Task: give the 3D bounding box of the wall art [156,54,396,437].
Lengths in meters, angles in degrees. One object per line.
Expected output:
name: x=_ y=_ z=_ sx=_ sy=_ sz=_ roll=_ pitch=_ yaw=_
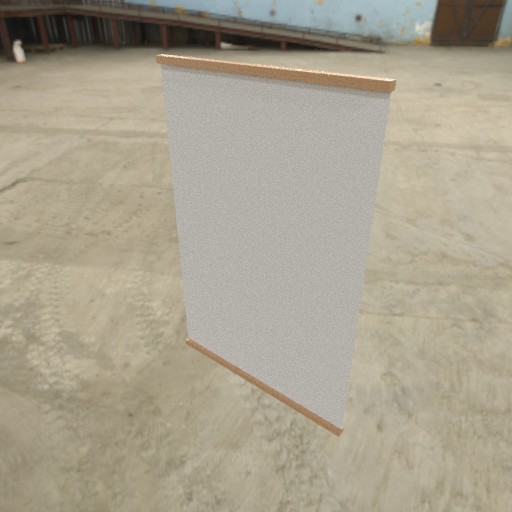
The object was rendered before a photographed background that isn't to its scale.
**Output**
wall art: x=0.000 y=0.000 z=0.767 sx=0.401 sy=0.611 sz=0.016 roll=22 pitch=37 yaw=33
